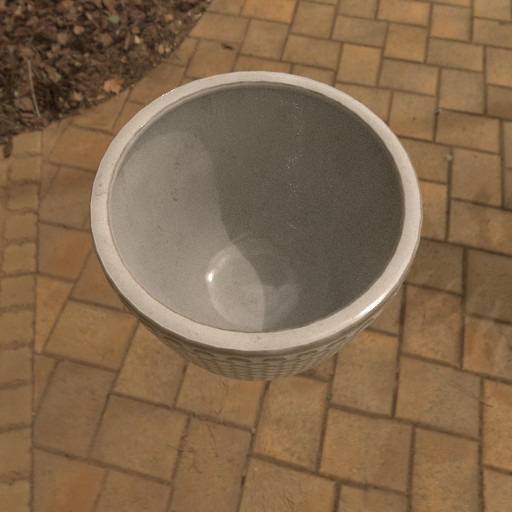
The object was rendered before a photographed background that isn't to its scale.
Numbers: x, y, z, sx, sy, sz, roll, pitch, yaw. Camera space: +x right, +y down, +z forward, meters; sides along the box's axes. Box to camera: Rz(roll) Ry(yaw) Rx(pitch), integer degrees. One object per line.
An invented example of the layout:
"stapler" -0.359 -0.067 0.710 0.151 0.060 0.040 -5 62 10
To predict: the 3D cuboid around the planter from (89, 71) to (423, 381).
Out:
"planter" 0.000 0.000 0.299 0.173 0.160 0.173 0 64 0
